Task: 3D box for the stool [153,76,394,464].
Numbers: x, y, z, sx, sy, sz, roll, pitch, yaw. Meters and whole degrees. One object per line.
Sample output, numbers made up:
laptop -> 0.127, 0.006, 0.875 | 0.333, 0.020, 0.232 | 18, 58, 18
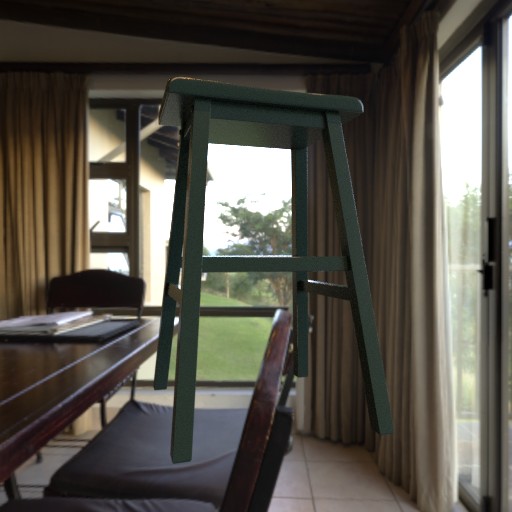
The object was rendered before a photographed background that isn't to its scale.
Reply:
stool -> 0.000, 0.000, 1.080 | 0.457, 0.737, 0.476 | 0, 0, -17
